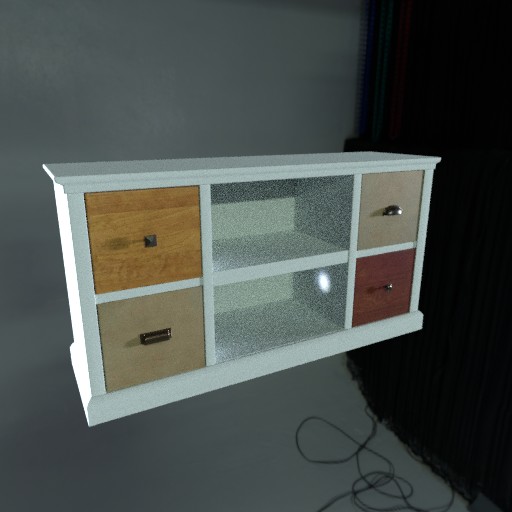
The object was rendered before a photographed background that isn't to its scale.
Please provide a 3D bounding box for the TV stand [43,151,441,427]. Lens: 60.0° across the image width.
[{"bbox_3d":[0.000,0.000,1.466,1.187,0.624,0.424,-9,19,-27],"label":"TV stand"}]
